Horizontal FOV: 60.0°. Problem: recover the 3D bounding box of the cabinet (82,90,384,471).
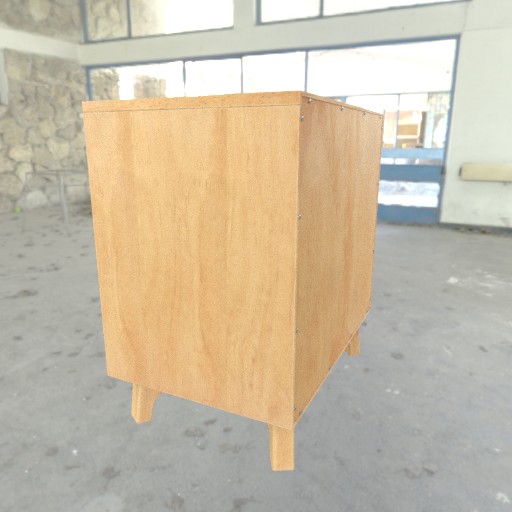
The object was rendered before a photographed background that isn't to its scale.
[{"bbox_3d":[0.000,0.000,0.949,0.394,0.599,0.551,7,16,25],"label":"cabinet"}]
